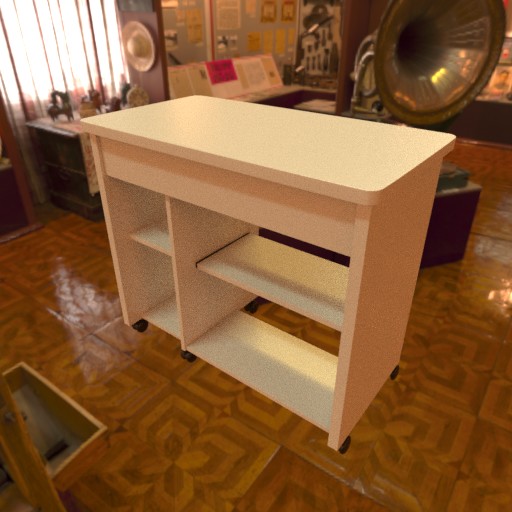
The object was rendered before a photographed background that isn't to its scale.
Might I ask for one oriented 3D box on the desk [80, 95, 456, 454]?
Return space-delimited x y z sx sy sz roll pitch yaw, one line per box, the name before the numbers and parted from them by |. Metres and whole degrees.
desk | 0.000 0.000 1.326 0.877 0.763 0.475 21 36 32
